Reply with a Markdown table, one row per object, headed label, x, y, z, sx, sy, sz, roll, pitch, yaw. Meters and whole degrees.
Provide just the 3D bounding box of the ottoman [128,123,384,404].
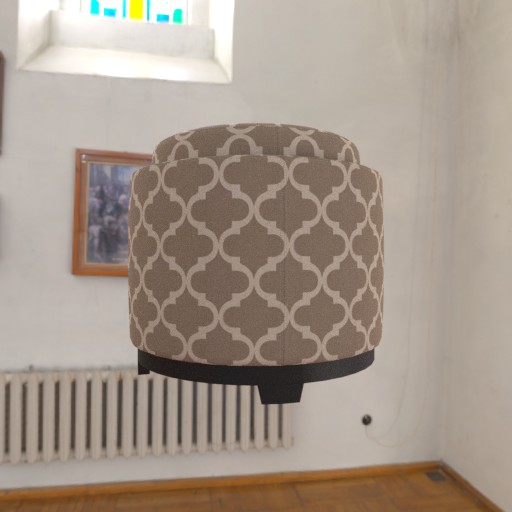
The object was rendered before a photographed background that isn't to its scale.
| label | x | y | z | sx | sy | sz | roll | pitch | yaw |
| --- | --- | --- | --- | --- | --- | --- | --- | --- | --- |
| ottoman | 0.000 | 0.000 | 0.864 | 0.480 | 0.429 | 0.480 | 0 | 0 | 0 |
